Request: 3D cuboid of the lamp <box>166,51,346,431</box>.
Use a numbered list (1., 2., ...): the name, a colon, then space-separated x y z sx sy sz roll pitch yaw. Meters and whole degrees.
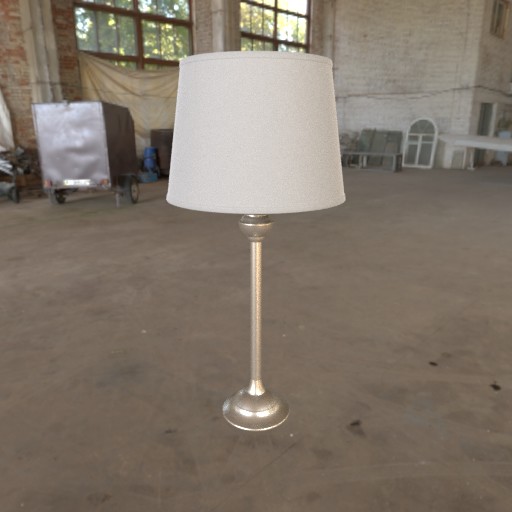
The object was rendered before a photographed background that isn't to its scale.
1. lamp: 0.000 0.000 0.867 0.331 0.698 0.331 0 17 0
